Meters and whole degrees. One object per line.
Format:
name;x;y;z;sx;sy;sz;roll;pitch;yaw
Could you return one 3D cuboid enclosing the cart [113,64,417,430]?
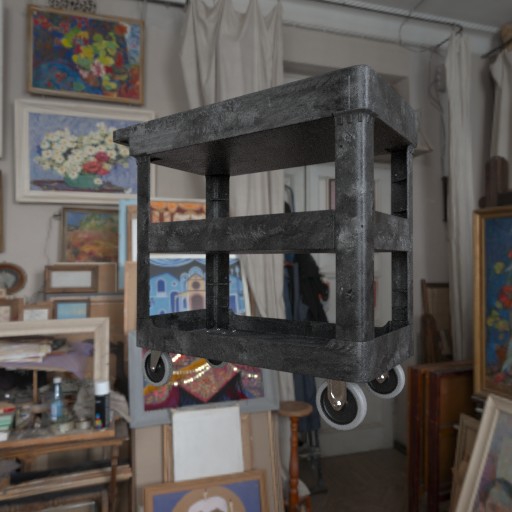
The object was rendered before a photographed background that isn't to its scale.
cart;0.000;0.000;1.369;0.877;0.824;0.420;-1;-1;35
